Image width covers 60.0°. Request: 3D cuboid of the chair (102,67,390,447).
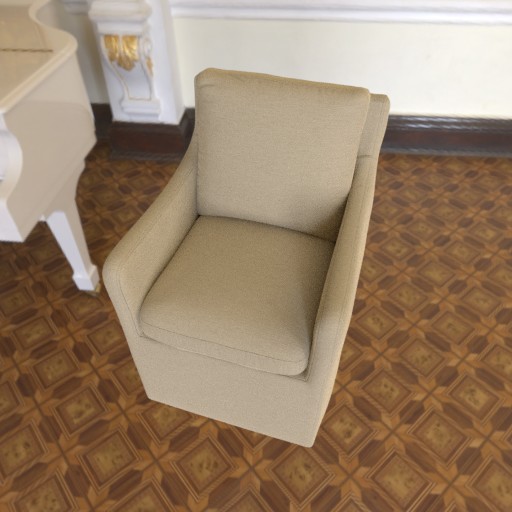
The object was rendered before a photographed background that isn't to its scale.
[{"bbox_3d":[0.000,0.000,1.352,0.626,0.914,0.694,12,45,13],"label":"chair"}]
